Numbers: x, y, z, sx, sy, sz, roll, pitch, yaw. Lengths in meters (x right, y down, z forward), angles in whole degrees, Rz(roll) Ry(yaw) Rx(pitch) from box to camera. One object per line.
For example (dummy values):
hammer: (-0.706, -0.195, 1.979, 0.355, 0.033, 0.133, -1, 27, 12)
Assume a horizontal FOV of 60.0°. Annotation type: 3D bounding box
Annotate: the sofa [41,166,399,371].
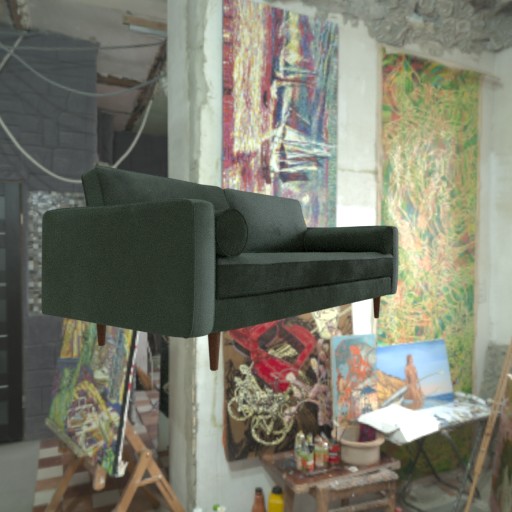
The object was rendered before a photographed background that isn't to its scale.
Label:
sofa: (0.000, 0.000, 2.351, 0.916, 0.772, 1.880, 1, 1, 37)
